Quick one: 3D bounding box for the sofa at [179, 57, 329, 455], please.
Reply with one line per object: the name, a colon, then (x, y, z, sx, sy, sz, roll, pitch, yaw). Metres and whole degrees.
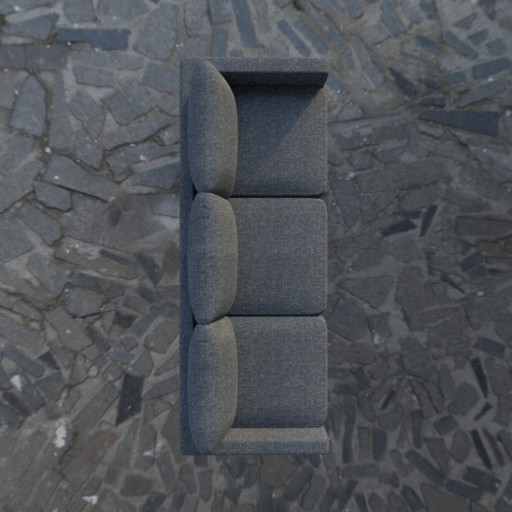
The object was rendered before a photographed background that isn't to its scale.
sofa: (0.000, 0.000, 2.679, 0.859, 0.874, 2.218, 0, 90, -1)
